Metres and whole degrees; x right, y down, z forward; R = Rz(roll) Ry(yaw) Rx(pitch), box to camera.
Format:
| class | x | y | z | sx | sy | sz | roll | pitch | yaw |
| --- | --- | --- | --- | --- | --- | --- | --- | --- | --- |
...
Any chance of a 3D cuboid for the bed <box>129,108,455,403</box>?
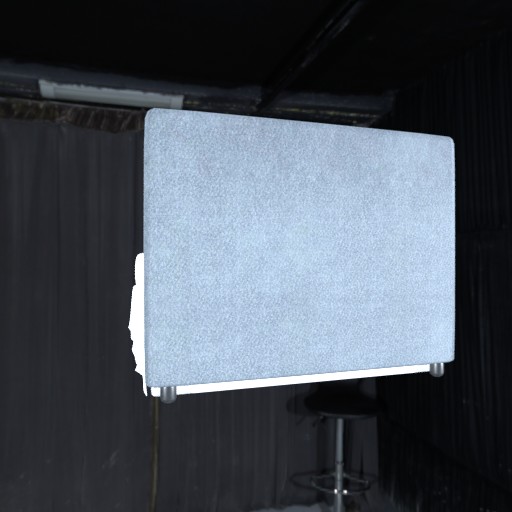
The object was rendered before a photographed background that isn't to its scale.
| class | x | y | z | sx | sy | sz | roll | pitch | yaw |
| --- | --- | --- | --- | --- | --- | --- | --- | --- | --- |
| bed | 0.000 | 0.000 | 3.185 | 1.713 | 1.330 | 2.142 | 0 | 0 | -17 |
